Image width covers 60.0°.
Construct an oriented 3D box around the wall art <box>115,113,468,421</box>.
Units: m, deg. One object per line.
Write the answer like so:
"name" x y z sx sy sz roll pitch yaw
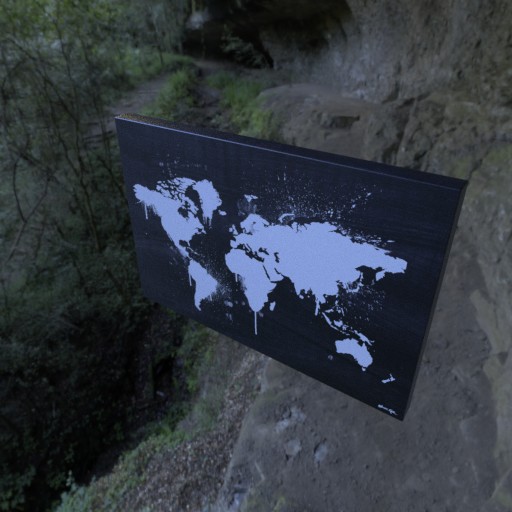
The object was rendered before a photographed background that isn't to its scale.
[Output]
"wall art" 0.000 0.000 0.783 0.610 0.409 0.038 20 36 29
